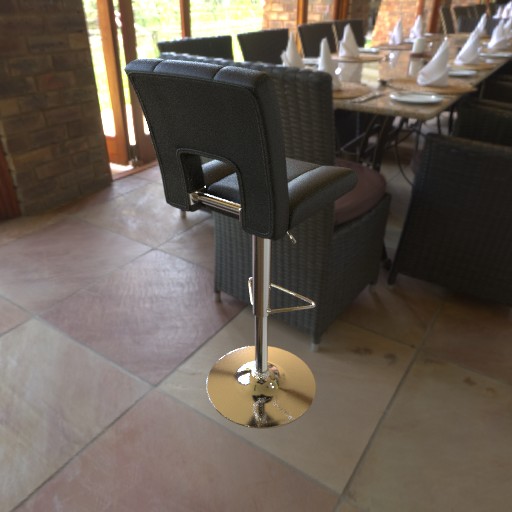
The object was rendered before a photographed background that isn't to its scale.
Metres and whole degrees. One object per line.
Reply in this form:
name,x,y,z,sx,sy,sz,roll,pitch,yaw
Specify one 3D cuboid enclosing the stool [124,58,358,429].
stool,0.000,0.000,1.374,0.415,1.151,0.520,21,36,31
